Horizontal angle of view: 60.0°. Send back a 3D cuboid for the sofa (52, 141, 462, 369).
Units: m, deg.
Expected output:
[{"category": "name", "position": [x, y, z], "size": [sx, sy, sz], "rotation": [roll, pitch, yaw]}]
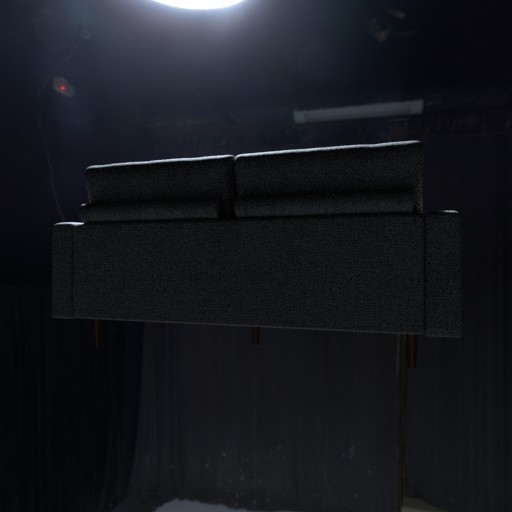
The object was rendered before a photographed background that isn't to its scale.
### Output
[{"category": "sofa", "position": [0.000, 0.000, 2.263], "size": [1.821, 0.902, 0.863], "rotation": [0, -1, 18]}]
